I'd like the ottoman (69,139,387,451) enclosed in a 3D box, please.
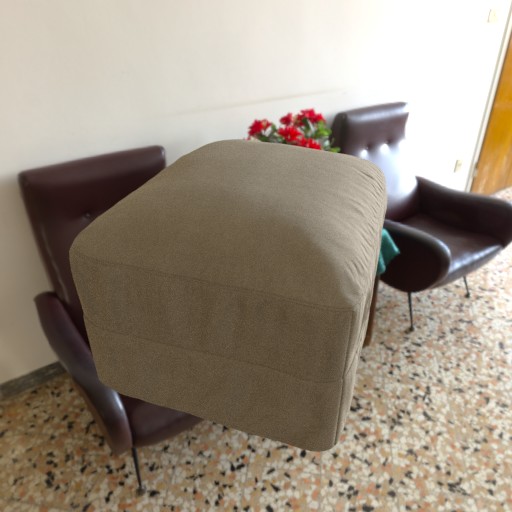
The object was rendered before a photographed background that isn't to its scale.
[{"bbox_3d":[0.000,0.000,1.102,0.584,0.480,0.712,10,32,16],"label":"ottoman"}]
